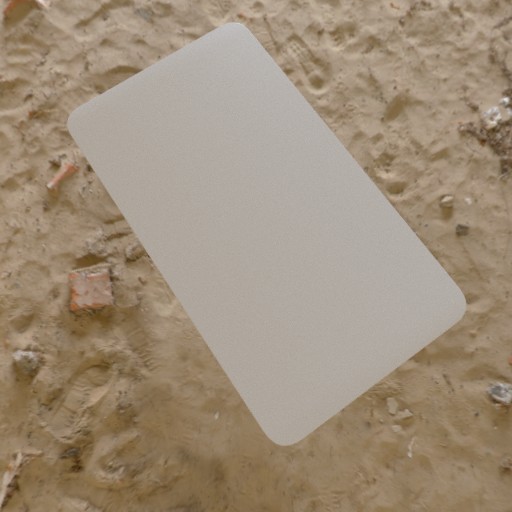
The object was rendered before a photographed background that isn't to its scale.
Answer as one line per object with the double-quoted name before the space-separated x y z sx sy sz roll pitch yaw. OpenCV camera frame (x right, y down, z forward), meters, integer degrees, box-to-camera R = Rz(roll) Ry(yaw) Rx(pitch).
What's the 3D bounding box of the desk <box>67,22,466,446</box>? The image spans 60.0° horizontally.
"desk" 0.000 0.000 1.239 0.446 0.760 0.790 -34 78 -8
